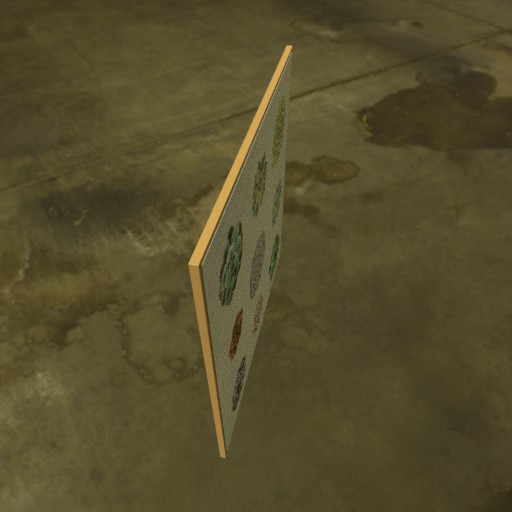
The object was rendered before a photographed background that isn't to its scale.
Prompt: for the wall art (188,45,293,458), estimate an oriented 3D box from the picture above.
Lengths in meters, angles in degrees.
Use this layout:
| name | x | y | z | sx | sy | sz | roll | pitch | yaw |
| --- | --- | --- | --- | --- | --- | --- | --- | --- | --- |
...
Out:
| name | x | y | z | sx | sy | sz | roll | pitch | yaw |
| --- | --- | --- | --- | --- | --- | --- | --- | --- | --- |
| wall art | 0.000 | 0.000 | 0.985 | 0.014 | 0.655 | 0.657 | 10 | 48 | 9 |
